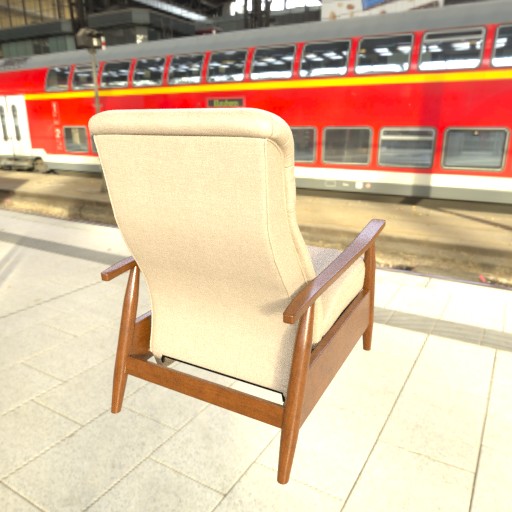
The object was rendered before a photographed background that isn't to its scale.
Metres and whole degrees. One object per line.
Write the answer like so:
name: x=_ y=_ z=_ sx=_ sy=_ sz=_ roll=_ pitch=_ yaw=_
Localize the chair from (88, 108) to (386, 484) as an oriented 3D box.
chair: x=0.000 y=0.000 z=1.748 sx=0.762 sy=1.082 sz=1.030 roll=9 pitch=19 yaw=28
